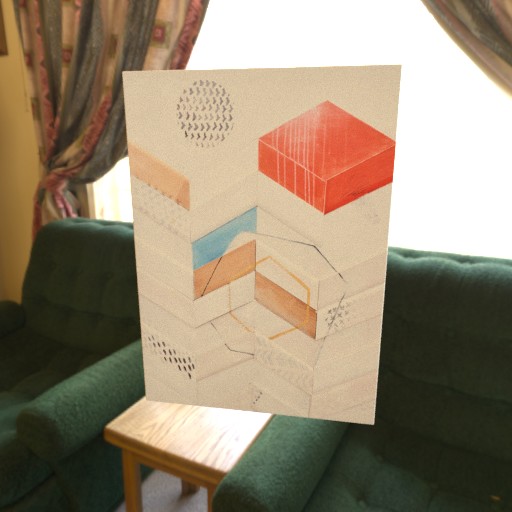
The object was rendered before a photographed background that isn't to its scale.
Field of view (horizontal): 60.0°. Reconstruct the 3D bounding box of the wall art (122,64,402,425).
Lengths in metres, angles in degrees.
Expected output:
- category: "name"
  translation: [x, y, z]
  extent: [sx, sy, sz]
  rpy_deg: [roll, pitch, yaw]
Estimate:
- category: "wall art"
  translation: [0.000, 0.000, 1.080]
  extent: [0.613, 0.848, 0.036]
  rpy_deg: [3, 15, 10]
